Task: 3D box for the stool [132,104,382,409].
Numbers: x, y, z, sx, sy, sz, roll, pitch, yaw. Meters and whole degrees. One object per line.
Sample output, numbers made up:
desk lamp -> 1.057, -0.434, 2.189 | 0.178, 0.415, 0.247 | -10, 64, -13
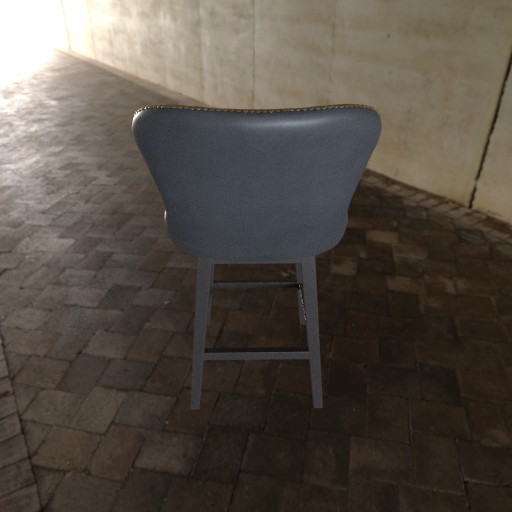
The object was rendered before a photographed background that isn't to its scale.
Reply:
stool -> 0.000, 0.000, 1.308 | 0.528, 0.971, 0.593 | 0, 31, -1
